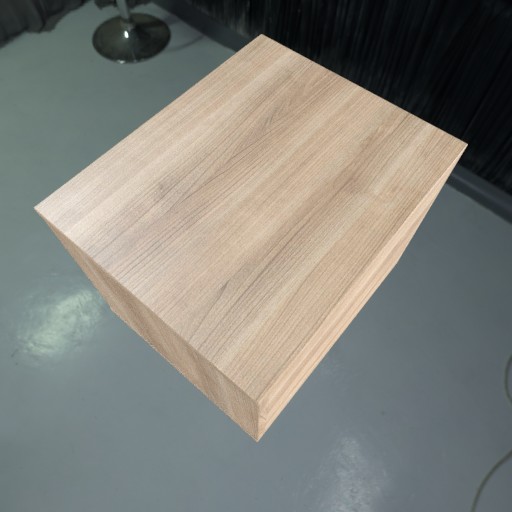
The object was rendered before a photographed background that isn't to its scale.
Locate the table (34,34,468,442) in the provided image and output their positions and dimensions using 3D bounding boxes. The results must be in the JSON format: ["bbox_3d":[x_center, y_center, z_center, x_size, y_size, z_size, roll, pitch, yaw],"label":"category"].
[{"bbox_3d":[0.000,0.000,0.782,0.380,0.460,0.445,36,67,18],"label":"table"}]
